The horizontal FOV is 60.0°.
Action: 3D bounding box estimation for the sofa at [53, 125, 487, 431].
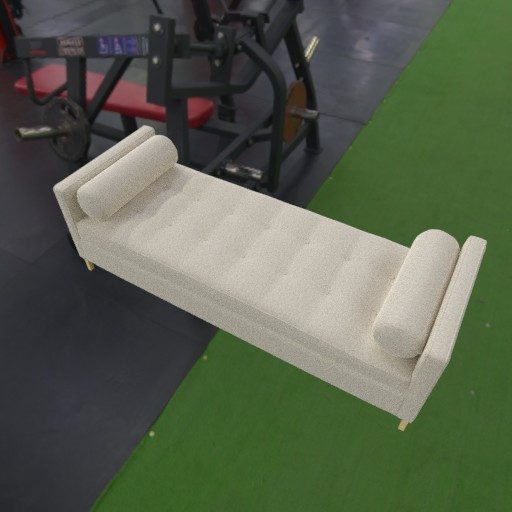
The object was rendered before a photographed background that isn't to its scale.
[{"bbox_3d":[0.000,0.000,2.318,1.985,0.641,0.746,23,50,21],"label":"sofa"}]
